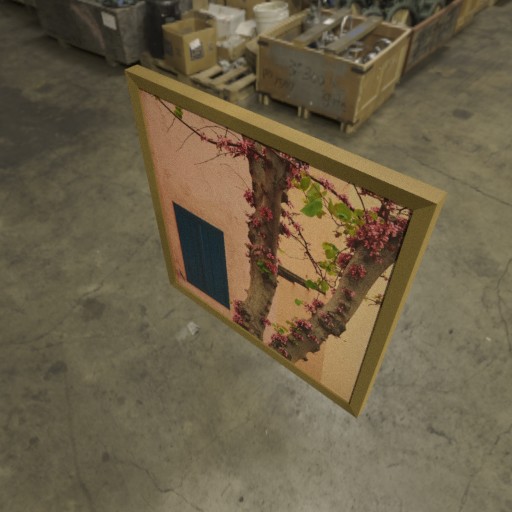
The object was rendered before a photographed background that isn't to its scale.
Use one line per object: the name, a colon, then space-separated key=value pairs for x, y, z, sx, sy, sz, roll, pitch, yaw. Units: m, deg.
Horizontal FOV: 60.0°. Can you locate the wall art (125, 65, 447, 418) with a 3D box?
wall art: x=0.000 y=0.000 z=1.138 sx=0.762 sy=0.762 sz=0.038 roll=31 pitch=53 yaw=27
